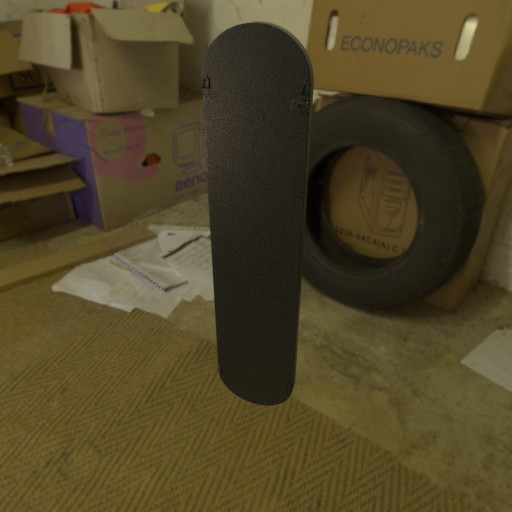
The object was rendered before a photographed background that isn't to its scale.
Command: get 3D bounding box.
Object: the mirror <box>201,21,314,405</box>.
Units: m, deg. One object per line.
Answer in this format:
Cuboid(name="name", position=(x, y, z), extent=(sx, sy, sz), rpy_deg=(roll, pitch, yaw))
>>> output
Cuboid(name="mirror", position=(0.000, 0.000, 1.059), extent=(0.222, 0.991, 0.032), rpy_deg=(10, 32, 16))
